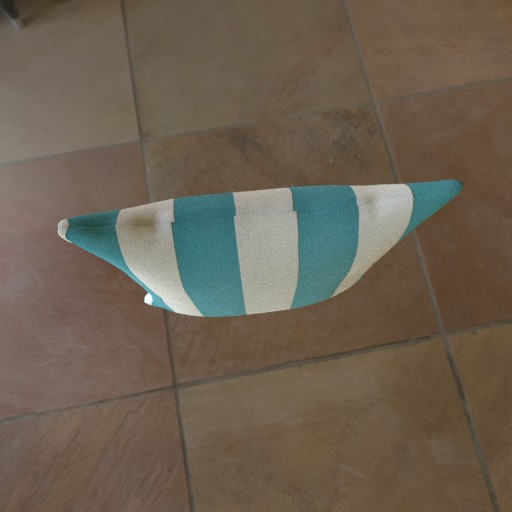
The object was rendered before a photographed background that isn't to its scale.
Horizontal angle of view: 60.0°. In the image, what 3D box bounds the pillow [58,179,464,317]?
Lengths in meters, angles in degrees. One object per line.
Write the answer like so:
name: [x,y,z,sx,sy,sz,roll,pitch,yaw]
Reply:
pillow: [0.000,0.000,0.813,0.536,0.526,0.189,-7,75,-2]
